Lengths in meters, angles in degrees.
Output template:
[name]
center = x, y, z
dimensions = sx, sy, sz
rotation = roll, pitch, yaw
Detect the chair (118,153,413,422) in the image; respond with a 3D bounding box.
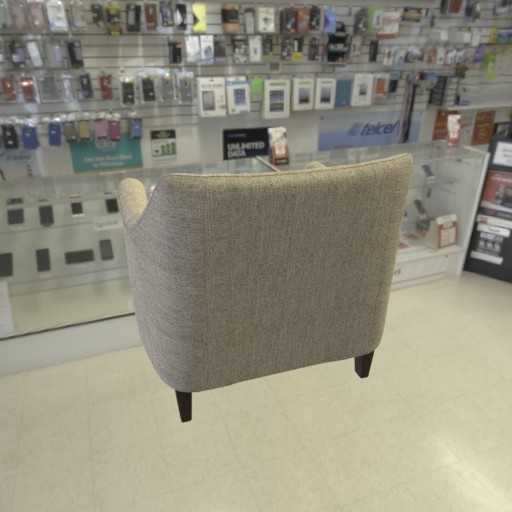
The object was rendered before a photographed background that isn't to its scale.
[chair]
center = 0.000, 0.000, 1.438
dimensions = 0.796, 0.761, 0.758
rotation = -8, 28, -16
